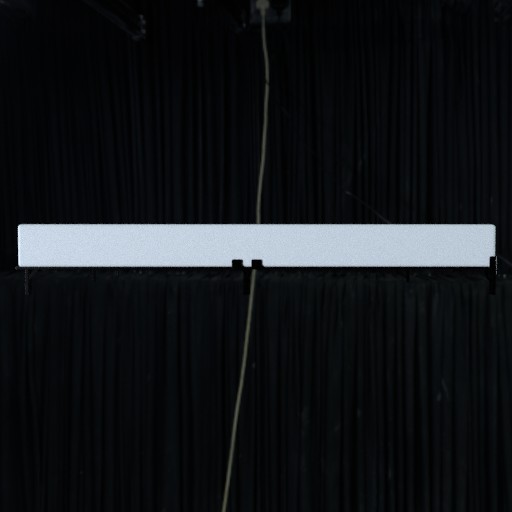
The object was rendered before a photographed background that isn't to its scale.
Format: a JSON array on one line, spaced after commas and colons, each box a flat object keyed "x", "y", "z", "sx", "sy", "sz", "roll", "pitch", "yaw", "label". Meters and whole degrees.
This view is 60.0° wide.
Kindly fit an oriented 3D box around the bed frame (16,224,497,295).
[{"x": 0.000, "y": 0.000, "z": 3.712, "sx": 2.987, "sy": 0.440, "sz": 1.930, "roll": 0, "pitch": 1, "yaw": 0, "label": "bed frame"}]
